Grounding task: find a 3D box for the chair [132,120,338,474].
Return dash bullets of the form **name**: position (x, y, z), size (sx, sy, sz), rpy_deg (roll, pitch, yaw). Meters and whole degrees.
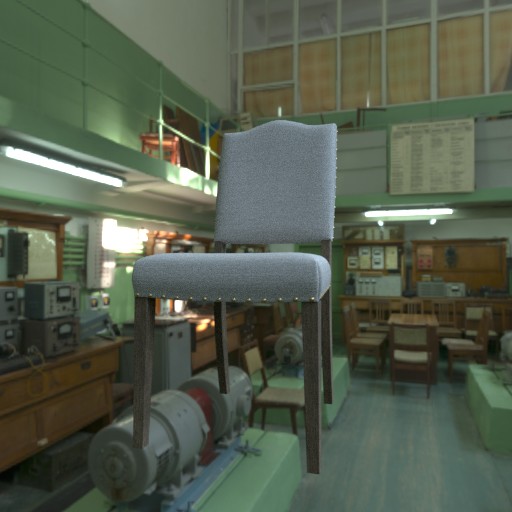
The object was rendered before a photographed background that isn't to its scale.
- **chair**: position (0.000, 0.000, 1.390), size (0.508, 1.020, 0.620), rpy_deg (0, -1, 17)
